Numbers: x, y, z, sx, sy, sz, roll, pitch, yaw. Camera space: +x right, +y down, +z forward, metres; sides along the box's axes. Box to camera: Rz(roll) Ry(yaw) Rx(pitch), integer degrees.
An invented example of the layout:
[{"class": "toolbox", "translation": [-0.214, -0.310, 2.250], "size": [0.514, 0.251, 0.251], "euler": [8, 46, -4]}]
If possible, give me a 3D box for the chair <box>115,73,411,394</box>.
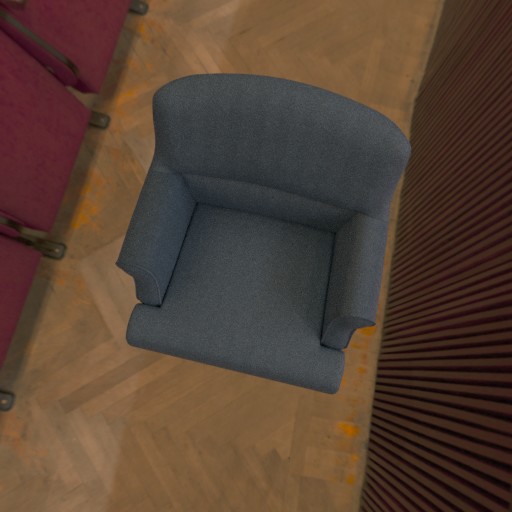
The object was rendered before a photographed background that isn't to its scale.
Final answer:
[{"class": "chair", "translation": [0.000, 0.000, 1.470], "size": [0.770, 0.878, 0.754], "euler": [13, 76, 3]}]
